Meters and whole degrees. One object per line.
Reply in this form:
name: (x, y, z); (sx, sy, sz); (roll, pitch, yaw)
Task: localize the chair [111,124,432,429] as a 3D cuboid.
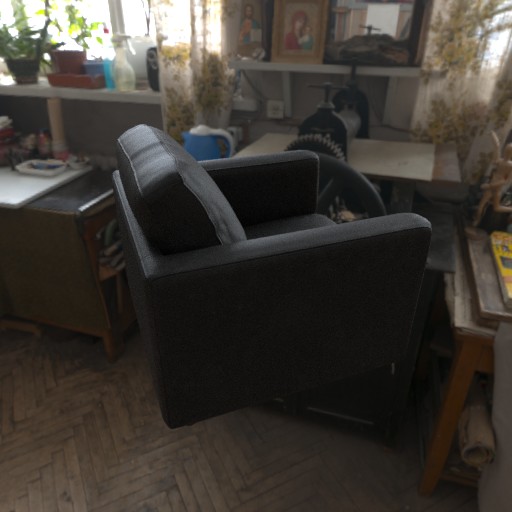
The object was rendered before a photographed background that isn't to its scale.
chair: (0.000, 0.000, 1.606); (0.879, 0.898, 0.831); (-11, 32, -18)
